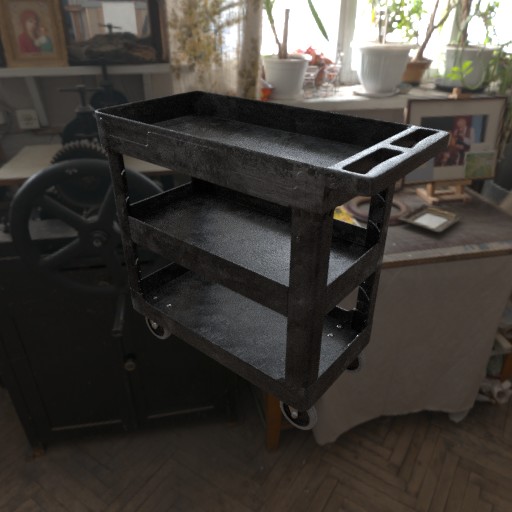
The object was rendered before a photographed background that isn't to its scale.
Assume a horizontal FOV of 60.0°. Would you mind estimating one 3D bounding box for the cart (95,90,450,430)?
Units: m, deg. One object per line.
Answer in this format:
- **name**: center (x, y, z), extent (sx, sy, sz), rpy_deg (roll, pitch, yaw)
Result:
- **cart**: center (0.000, 0.000, 1.368), extent (0.877, 0.824, 0.420), rpy_deg (23, 37, 33)
